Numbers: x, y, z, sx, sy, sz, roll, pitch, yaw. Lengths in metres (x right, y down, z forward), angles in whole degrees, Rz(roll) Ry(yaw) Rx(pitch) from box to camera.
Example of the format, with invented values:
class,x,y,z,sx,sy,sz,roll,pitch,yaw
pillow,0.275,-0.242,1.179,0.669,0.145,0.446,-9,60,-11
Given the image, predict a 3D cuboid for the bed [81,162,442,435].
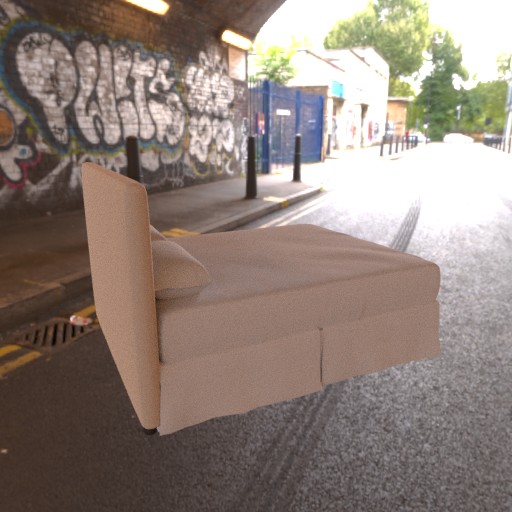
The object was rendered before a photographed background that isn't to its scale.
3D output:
class,x,y,z,sx,sy,sz,roll,pitch,yaw
bed,0.000,0.000,3.253,2.142,1.330,1.748,-8,17,-26
